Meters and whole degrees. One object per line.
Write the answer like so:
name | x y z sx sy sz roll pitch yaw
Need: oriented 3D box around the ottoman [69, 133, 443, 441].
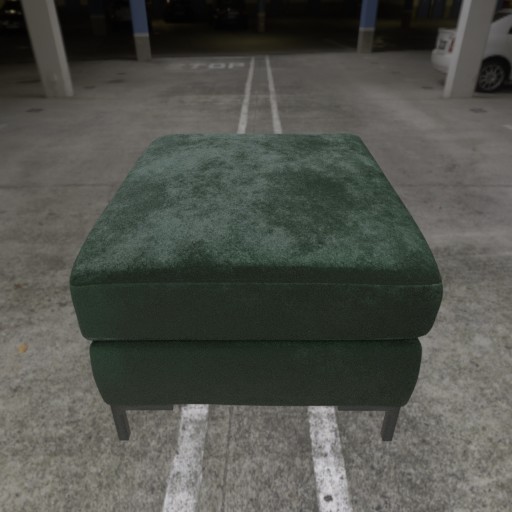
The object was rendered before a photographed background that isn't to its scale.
ottoman | 0.000 0.000 1.252 0.701 0.538 0.839 0 32 0
